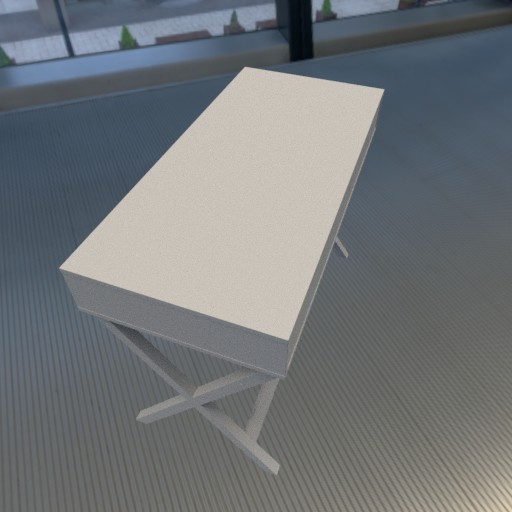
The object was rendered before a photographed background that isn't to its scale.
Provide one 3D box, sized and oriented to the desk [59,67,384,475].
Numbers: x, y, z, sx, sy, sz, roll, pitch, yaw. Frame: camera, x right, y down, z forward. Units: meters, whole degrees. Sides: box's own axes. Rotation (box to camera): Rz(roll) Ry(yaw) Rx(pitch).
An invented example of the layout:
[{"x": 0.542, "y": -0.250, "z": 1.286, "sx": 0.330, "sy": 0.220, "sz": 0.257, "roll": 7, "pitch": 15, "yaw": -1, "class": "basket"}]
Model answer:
[{"x": 0.000, "y": 0.000, "z": 1.493, "sx": 0.525, "sy": 0.780, "sz": 1.057, "roll": 15, "pitch": 48, "yaw": 14, "class": "desk"}]
